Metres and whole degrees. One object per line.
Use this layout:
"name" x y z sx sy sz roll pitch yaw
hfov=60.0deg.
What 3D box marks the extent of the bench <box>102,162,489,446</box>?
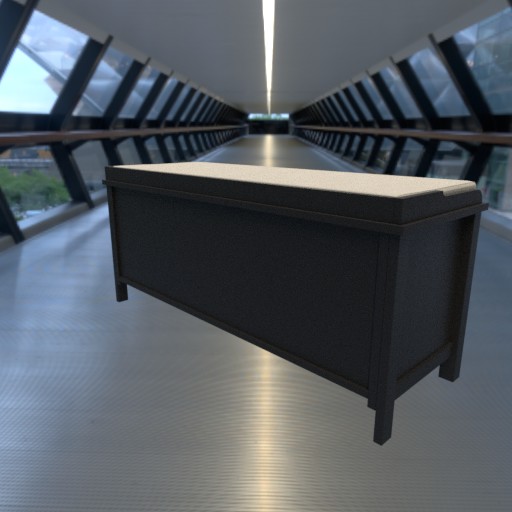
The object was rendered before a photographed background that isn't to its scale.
"bench" 0.000 0.000 1.341 0.398 0.501 1.140 -14 21 -42
